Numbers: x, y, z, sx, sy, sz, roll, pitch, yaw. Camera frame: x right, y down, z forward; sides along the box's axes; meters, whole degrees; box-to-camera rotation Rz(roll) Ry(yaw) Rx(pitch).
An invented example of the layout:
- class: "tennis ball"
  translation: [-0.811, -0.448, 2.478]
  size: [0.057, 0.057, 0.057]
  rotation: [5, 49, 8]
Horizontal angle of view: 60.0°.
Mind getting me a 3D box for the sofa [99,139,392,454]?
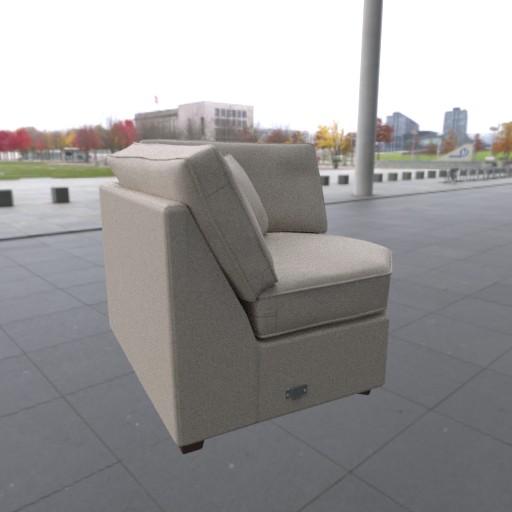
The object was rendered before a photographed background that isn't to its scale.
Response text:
- class: "sofa"
  translation: [0.000, 0.000, 1.809]
  size: [1.042, 0.937, 1.050]
  rotation: [-6, 14, -26]
